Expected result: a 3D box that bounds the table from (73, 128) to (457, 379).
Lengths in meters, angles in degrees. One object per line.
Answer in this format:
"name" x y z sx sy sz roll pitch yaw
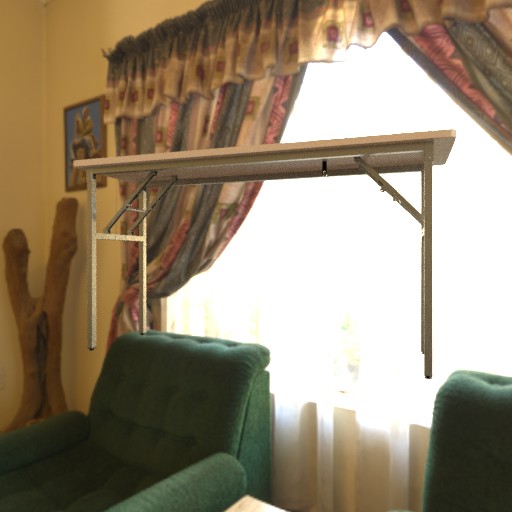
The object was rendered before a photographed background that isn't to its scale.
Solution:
"table" 0.000 0.000 1.730 1.397 0.750 0.446 0 0 19
